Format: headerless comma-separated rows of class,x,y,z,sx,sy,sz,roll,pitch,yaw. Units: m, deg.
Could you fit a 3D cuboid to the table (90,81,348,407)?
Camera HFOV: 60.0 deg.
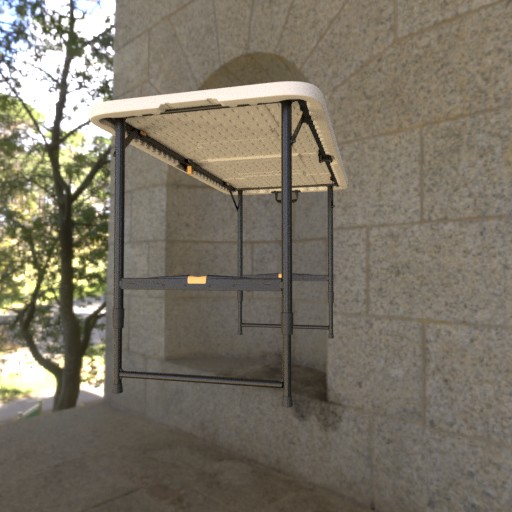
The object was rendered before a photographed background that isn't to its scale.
table,0.000,0.000,1.632,0.611,0.737,1.245,-1,-2,15
